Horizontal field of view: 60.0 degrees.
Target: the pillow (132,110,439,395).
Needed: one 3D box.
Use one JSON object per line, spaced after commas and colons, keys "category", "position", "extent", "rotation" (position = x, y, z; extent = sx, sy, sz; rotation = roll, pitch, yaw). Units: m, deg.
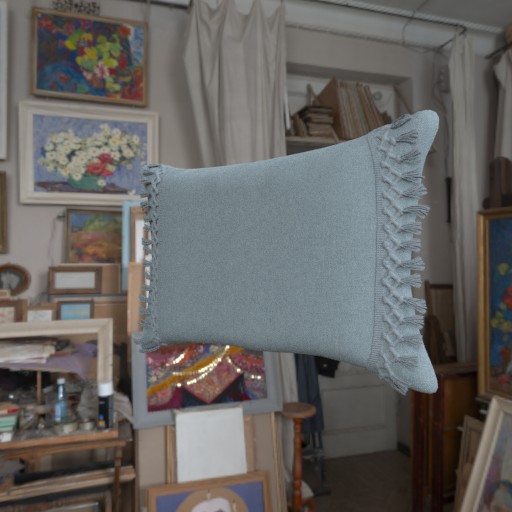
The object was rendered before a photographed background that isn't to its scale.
{"category": "pillow", "position": [0.000, 0.000, 0.593], "extent": [0.466, 0.305, 0.084], "rotation": [-1, -1, 36]}
